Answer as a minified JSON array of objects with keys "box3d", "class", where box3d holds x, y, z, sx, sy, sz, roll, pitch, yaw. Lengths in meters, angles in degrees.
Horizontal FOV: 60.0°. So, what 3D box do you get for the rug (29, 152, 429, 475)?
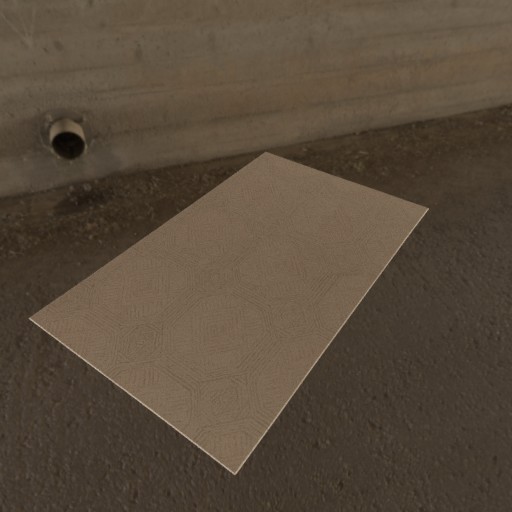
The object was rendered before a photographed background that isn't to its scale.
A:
[{"box3d":[0.000,0.000,3.003,1.524,0.008,2.440,26,48,26],"class":"rug"}]
